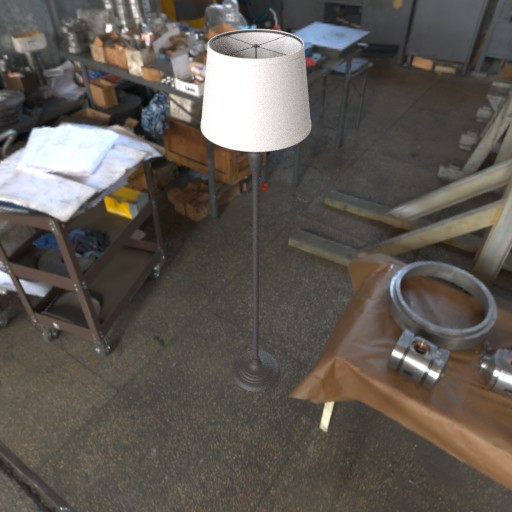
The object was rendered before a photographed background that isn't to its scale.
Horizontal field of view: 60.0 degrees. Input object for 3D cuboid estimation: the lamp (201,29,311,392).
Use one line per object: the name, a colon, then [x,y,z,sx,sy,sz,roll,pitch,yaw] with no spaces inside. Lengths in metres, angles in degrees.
lamp: [0.000,0.000,1.668,0.327,1.506,0.327,0,42,0]
